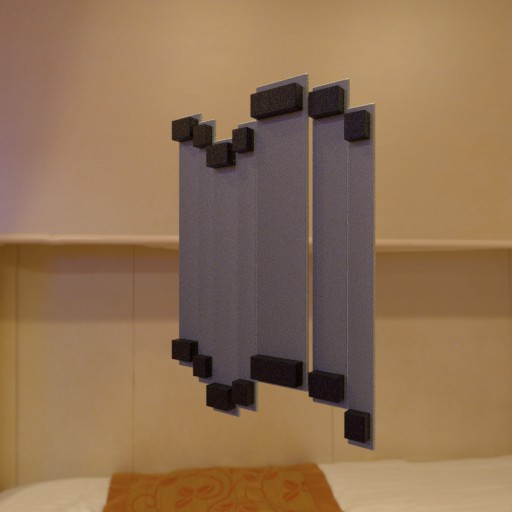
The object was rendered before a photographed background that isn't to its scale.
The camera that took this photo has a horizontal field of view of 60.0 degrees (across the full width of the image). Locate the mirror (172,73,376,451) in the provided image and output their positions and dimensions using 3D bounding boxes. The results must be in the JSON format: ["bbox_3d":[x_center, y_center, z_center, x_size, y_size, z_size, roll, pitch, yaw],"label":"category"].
[{"bbox_3d":[0.000,0.000,0.807,0.445,0.611,0.058,0,0,36],"label":"mirror"}]
